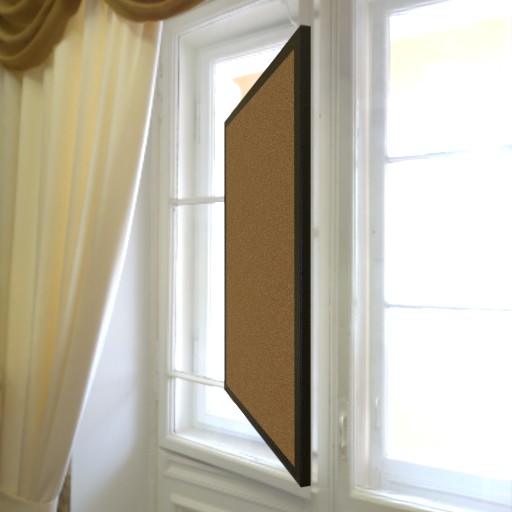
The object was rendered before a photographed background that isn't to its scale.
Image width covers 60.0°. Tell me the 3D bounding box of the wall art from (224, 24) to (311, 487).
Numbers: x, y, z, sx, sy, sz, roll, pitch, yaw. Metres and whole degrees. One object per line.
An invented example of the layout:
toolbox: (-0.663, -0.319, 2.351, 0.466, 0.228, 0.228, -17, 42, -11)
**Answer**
wall art: (0.000, 0.000, 0.860, 0.016, 0.657, 0.480, 0, 0, -17)
